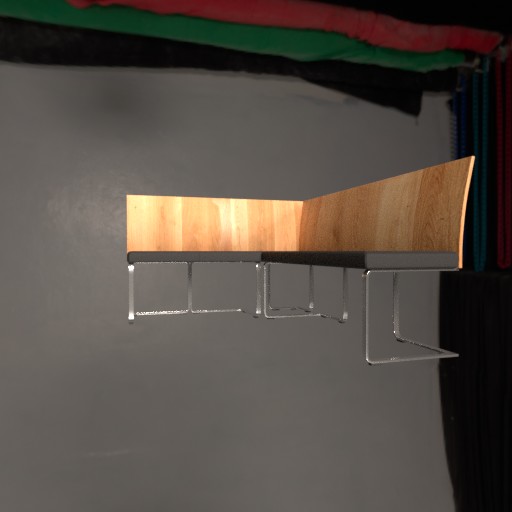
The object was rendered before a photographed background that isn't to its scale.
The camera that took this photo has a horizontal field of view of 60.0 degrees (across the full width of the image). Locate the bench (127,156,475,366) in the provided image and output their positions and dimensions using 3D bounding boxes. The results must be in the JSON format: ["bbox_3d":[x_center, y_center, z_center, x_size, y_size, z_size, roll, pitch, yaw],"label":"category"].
[{"bbox_3d":[0.000,0.000,2.741,1.495,0.930,1.945,0,1,-17],"label":"bench"}]
